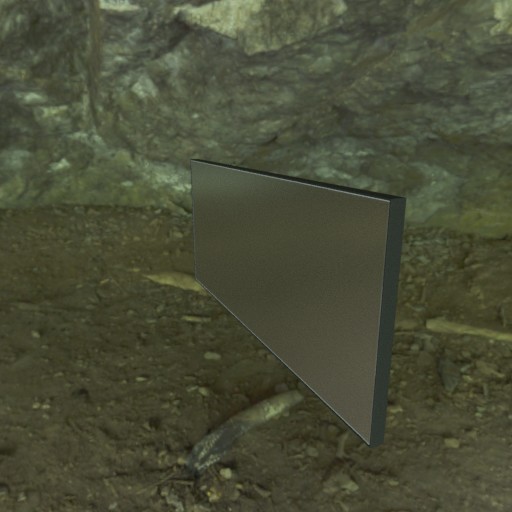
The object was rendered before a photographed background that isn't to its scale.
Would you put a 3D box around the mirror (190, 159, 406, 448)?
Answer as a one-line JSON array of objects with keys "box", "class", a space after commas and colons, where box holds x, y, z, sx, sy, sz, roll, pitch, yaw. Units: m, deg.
[{"box": [0.000, 0.000, 1.825, 0.047, 0.692, 1.584, -7, 18, -24], "class": "mirror"}]
